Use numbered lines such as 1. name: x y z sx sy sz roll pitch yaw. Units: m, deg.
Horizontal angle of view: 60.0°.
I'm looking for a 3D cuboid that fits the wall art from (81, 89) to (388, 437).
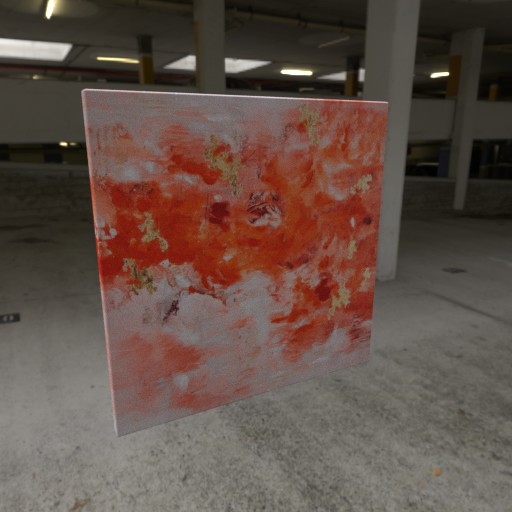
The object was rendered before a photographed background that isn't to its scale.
1. wall art: 0.000 0.000 1.104 0.747 0.746 0.064 -8 17 -27
